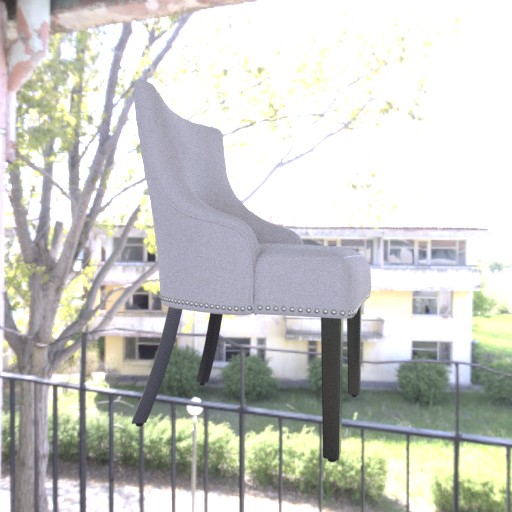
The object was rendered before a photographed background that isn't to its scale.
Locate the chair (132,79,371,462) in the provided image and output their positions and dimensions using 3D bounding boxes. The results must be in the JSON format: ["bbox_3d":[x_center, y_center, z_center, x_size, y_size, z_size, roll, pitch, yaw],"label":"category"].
[{"bbox_3d":[0.000,0.000,1.292,0.629,0.909,0.566,0,0,18],"label":"chair"}]
